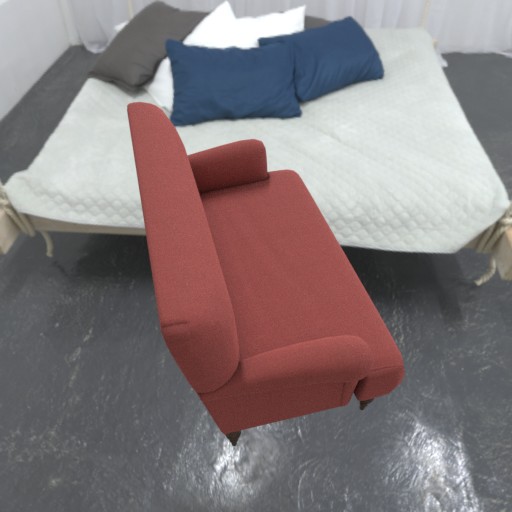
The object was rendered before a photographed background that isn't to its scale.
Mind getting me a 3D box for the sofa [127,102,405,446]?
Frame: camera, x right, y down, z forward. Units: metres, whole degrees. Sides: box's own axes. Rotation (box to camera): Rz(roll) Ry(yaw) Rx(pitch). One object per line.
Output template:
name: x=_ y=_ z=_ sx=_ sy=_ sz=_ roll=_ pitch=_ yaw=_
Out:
sofa: x=0.000 y=0.000 z=1.798 sx=0.779 sy=0.889 sz=1.297 roll=-11 pitch=48 yaw=-11
